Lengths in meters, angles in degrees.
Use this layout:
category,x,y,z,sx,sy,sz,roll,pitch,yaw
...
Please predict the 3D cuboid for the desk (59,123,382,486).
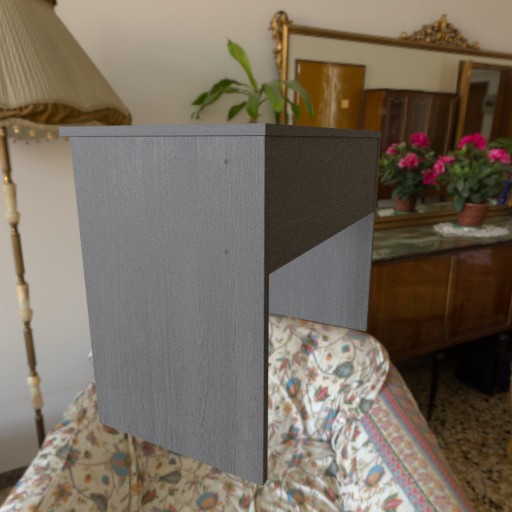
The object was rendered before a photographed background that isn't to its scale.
category,x,y,z,sx,sy,sz,roll,pitch,yaw
desk,0.000,0.000,1.321,0.498,0.724,0.893,7,16,26
